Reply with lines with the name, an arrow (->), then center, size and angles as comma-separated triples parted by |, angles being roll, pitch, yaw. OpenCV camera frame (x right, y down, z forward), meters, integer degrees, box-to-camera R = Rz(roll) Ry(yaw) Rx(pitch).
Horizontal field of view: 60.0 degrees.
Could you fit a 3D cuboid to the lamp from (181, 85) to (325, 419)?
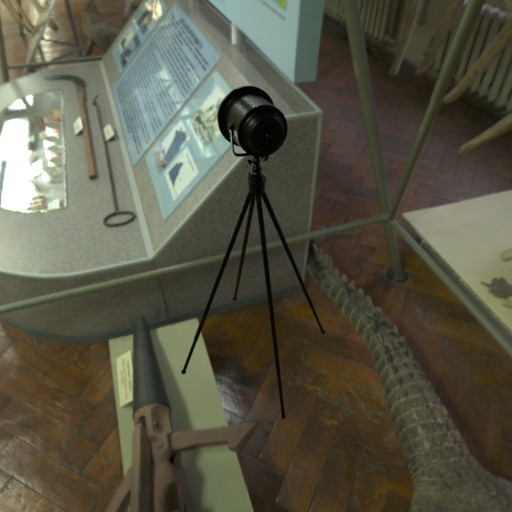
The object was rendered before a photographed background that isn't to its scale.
lamp -> 0.000, 0.000, 2.078 | 0.879, 1.504, 0.884 | -13, 43, -14
